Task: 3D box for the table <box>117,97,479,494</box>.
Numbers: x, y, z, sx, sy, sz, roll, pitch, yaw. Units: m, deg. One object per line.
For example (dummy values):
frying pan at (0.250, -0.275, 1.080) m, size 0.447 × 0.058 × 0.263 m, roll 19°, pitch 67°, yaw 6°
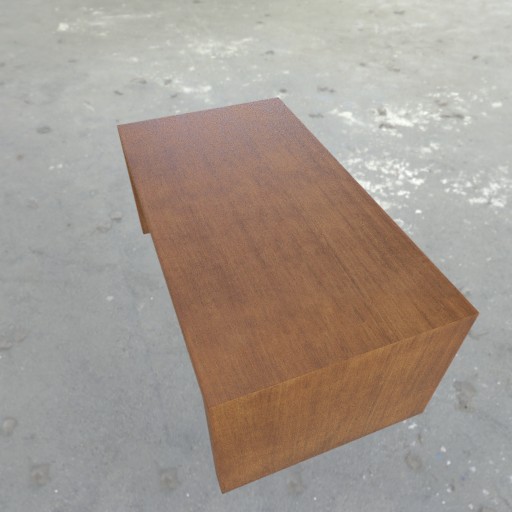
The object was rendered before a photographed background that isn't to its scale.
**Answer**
table at (0.000, 0.000, 1.269) m, size 0.549 × 0.419 × 1.000 m, roll -15°, pitch 47°, yaw -15°
